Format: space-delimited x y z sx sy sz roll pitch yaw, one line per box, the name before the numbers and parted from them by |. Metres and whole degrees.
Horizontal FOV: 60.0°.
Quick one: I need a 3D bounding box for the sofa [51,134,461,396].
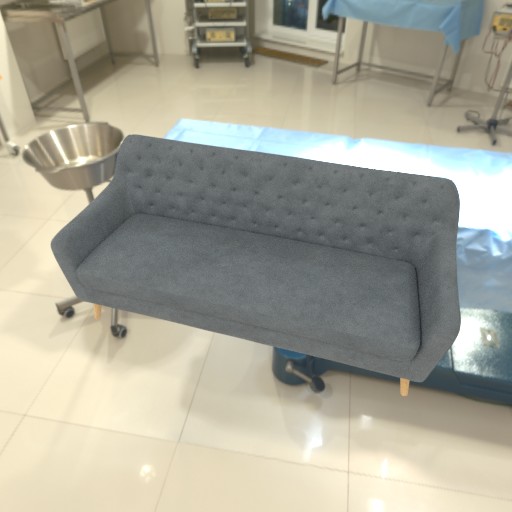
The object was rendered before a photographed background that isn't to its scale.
sofa | 0.000 0.000 2.374 1.975 0.832 0.841 11 41 13
